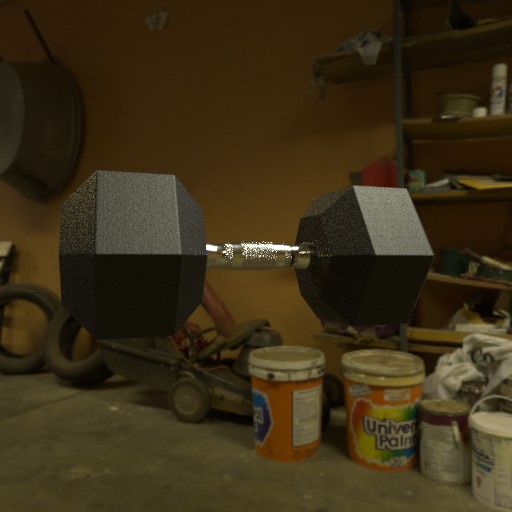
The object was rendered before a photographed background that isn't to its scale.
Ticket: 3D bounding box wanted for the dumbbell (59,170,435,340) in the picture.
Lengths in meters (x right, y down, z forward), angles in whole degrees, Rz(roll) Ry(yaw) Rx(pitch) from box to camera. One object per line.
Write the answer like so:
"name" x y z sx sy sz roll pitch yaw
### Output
"dumbbell" 0.000 0.000 0.482 0.384 0.150 0.173 0 -1 -18
